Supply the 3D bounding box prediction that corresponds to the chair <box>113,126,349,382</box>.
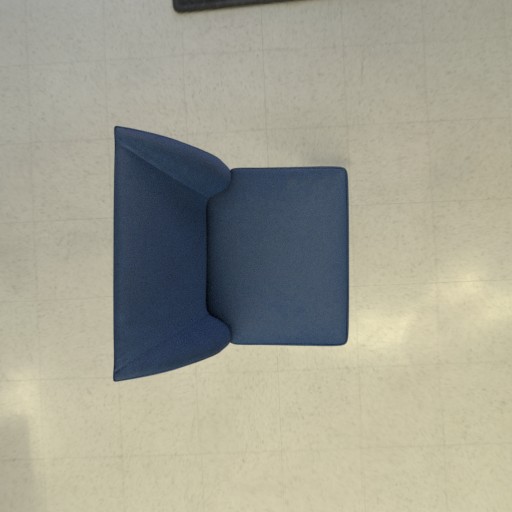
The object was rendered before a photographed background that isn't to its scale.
[{"bbox_3d":[0.000,0.000,1.223,0.522,0.863,0.508,0,89,1],"label":"chair"}]
